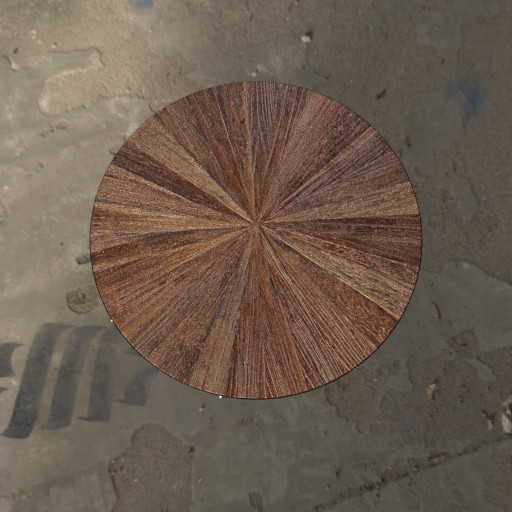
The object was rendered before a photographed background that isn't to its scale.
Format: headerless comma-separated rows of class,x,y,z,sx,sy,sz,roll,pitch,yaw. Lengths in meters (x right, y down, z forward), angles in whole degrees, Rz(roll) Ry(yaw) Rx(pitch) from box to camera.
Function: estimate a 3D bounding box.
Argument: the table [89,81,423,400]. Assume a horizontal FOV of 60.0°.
table,0.000,0.000,1.497,0.885,0.658,0.885,0,76,0
